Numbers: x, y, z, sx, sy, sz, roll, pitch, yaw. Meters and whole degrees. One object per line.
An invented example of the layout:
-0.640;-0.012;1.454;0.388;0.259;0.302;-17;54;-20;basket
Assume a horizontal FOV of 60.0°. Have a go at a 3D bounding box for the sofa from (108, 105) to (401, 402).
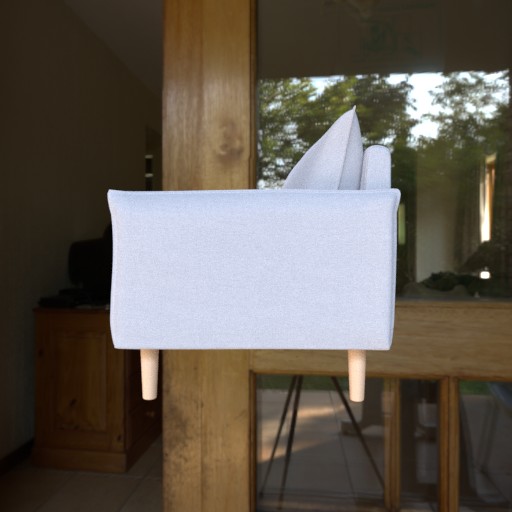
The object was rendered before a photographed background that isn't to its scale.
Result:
0.000;0.000;1.840;0.820;0.840;1.300;0;0;1;sofa
